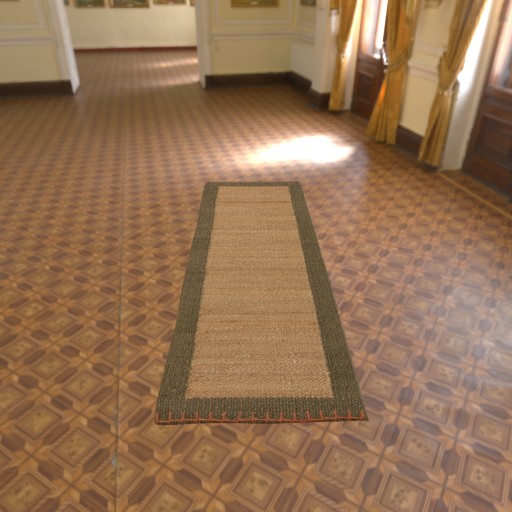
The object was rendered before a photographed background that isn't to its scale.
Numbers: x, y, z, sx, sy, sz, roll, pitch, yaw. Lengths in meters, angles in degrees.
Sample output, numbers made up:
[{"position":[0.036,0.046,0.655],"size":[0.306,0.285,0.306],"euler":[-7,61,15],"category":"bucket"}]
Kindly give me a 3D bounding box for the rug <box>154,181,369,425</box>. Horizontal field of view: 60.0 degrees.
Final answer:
[{"position":[0.000,0.000,2.680],"size":[0.810,0.016,2.413],"euler":[0,31,-1],"category":"rug"}]
